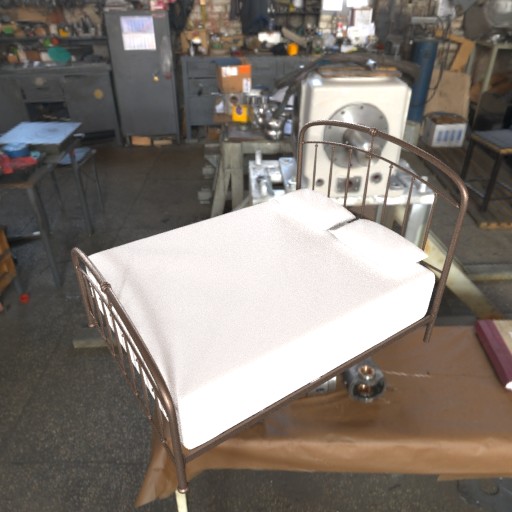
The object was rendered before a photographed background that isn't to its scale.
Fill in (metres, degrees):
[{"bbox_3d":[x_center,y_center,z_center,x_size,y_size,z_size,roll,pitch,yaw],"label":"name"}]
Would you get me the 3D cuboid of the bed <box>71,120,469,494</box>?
[{"bbox_3d":[0.000,0.000,3.149,2.168,1.475,1.711,-20,38,-28],"label":"bed"}]
